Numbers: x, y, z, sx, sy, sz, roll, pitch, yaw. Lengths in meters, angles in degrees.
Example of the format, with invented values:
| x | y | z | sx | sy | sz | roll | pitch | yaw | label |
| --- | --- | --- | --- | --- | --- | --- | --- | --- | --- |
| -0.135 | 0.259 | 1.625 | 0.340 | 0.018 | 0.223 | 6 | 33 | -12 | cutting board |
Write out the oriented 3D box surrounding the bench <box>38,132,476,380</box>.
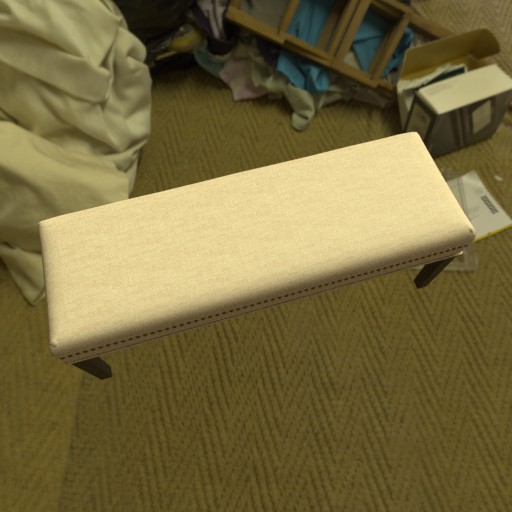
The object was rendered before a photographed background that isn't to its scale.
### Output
| x | y | z | sx | sy | sz | roll | pitch | yaw | label |
| --- | --- | --- | --- | --- | --- | --- | --- | --- | --- |
| 0.000 | 0.000 | 1.444 | 1.219 | 0.457 | 0.410 | -15 | 65 | -7 | bench |
